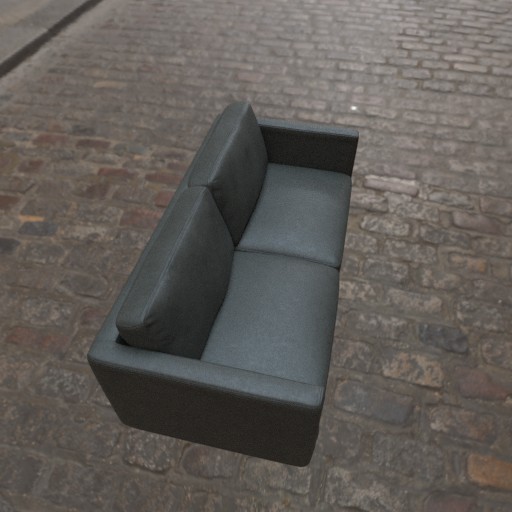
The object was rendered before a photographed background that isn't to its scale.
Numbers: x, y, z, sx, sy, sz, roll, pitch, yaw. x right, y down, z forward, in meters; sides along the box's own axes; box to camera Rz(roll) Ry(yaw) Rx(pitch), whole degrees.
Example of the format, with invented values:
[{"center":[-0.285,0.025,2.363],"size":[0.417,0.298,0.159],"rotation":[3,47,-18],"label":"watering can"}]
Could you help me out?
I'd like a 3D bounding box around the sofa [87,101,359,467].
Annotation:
[{"center":[0.000,0.000,2.445],"size":[0.951,0.933,1.883],"rotation":[10,48,9],"label":"sofa"}]
